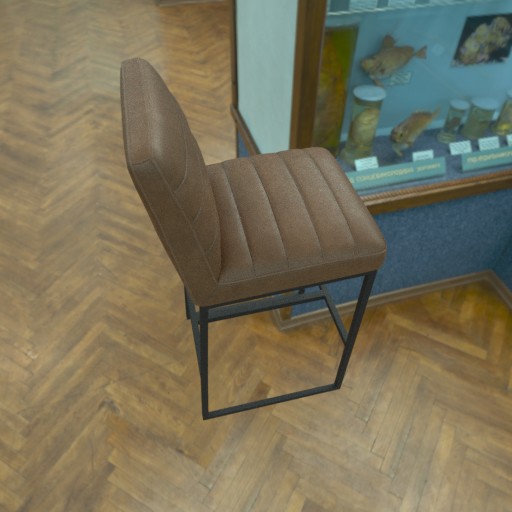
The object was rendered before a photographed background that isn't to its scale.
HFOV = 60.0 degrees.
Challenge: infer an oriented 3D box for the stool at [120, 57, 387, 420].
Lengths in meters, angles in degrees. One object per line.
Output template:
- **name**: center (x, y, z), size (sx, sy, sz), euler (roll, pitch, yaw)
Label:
- **stool**: center (0.000, 0.000, 1.287), size (0.556, 1.040, 0.458), euler (-10, 48, -9)
